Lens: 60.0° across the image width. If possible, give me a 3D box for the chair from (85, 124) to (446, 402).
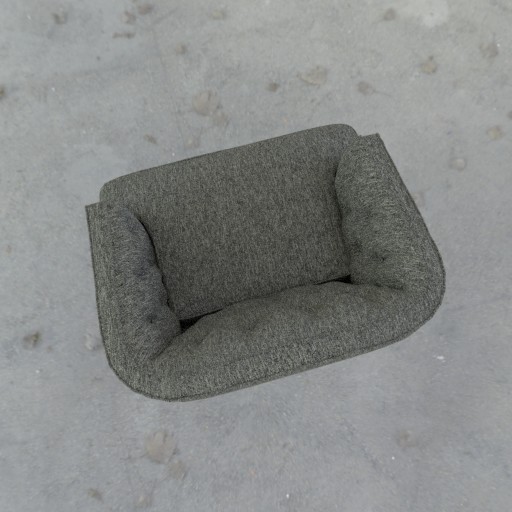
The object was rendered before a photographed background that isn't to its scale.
[{"bbox_3d":[0.000,0.000,1.745,1.104,0.852,0.941,-15,75,-4],"label":"chair"}]
